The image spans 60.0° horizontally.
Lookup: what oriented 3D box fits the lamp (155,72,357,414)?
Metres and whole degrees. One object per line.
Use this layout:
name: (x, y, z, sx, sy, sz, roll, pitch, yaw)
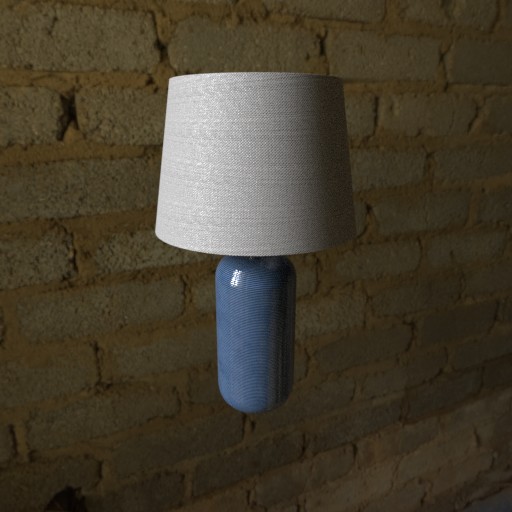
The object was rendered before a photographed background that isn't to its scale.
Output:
lamp: (0.000, 0.000, 0.581, 0.253, 0.428, 0.253, 0, 17, 0)
